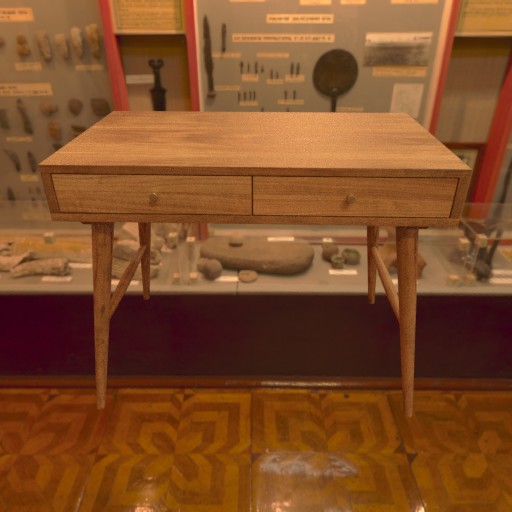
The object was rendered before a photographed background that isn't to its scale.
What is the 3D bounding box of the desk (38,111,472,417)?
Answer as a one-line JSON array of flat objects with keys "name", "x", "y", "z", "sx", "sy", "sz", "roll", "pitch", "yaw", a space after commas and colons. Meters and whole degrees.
[{"name": "desk", "x": 0.000, "y": 0.000, "z": 1.387, "sx": 0.949, "sy": 0.758, "sz": 0.588, "roll": 1, "pitch": 30, "yaw": 2}]
